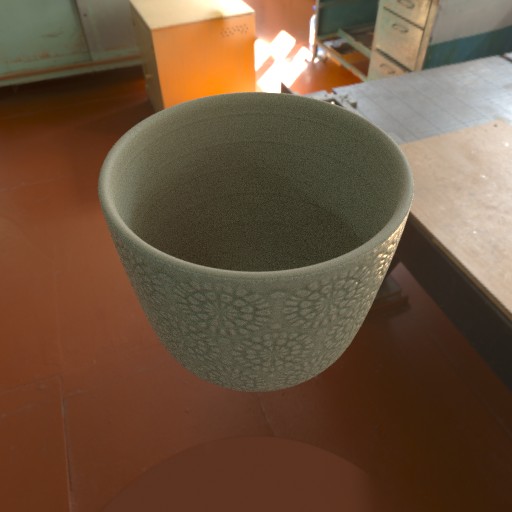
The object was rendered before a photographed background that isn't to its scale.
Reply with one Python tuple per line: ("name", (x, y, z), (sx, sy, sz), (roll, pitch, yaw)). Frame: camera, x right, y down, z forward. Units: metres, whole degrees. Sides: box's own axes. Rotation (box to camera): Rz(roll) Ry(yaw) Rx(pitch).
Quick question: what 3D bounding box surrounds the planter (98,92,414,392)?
("planter", (0.000, 0.000, 0.217), (0.124, 0.109, 0.124), (0, 46, 0))
